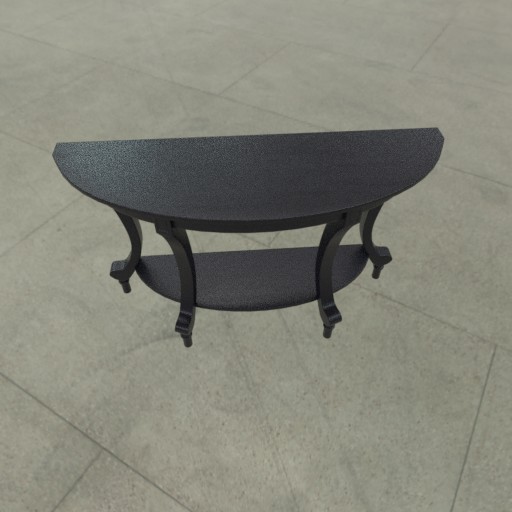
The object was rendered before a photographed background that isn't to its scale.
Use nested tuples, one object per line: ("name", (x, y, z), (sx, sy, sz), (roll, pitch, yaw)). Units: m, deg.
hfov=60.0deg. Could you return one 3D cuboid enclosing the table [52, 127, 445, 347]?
("table", (0.000, 0.000, 1.508), (1.198, 0.692, 0.394), (-3, 47, -3))
